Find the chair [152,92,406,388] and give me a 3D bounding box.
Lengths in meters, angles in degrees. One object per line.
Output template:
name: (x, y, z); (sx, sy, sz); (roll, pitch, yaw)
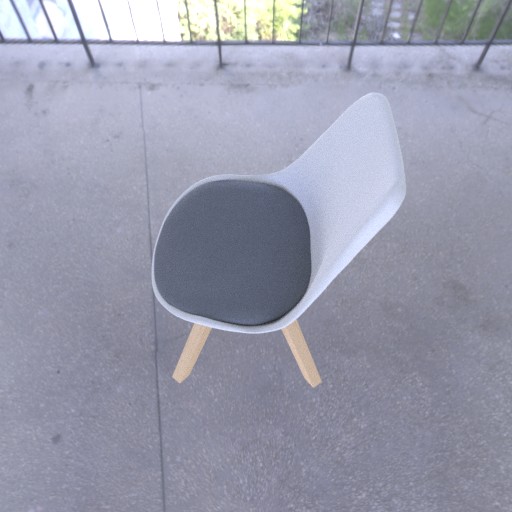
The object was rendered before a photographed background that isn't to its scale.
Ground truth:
chair: (0.000, 0.000, 1.188); (0.550, 0.850, 0.485); (2, 58, 1)
